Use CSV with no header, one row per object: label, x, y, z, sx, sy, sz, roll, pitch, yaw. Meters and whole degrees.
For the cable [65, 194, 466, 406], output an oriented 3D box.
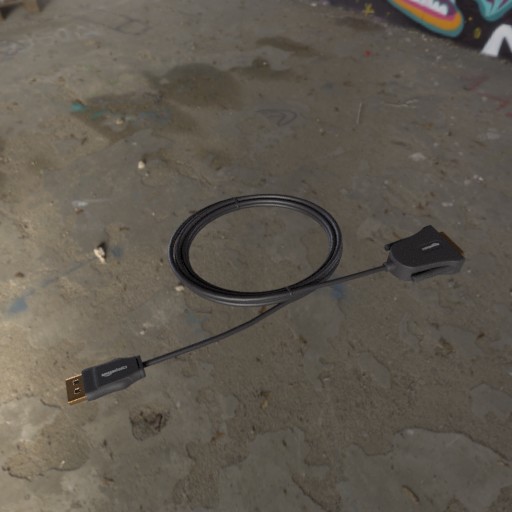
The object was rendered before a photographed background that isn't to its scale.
cable,0.000,0.000,0.328,0.281,0.015,0.136,-17,48,-15
